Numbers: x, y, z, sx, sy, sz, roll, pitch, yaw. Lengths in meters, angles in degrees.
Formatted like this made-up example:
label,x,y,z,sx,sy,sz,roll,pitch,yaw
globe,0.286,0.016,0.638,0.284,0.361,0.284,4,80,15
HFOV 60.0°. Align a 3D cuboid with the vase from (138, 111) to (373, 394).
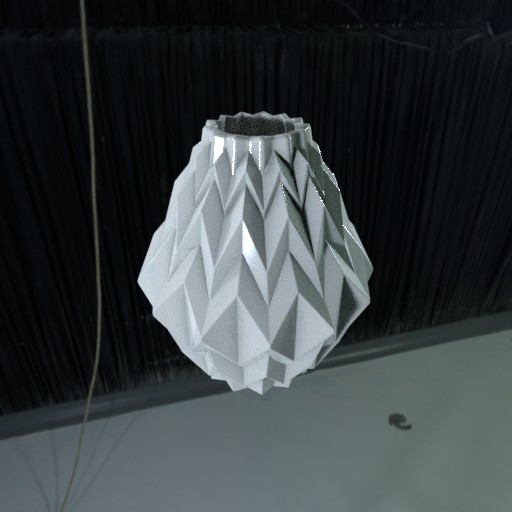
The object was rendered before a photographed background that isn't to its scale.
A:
label,x,y,z,sx,sy,sz,roll,pitch,yaw
vase,0.000,0.000,0.312,0.164,0.185,0.164,0,31,0
